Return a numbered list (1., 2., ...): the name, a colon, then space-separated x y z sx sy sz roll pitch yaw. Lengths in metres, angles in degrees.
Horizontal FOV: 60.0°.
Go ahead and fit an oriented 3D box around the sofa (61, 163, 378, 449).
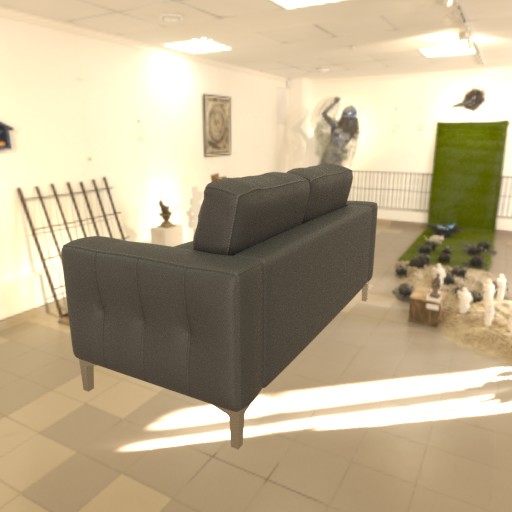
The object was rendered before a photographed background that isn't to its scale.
1. sofa: 0.000 0.000 2.285 0.833 0.893 1.726 8 17 28
